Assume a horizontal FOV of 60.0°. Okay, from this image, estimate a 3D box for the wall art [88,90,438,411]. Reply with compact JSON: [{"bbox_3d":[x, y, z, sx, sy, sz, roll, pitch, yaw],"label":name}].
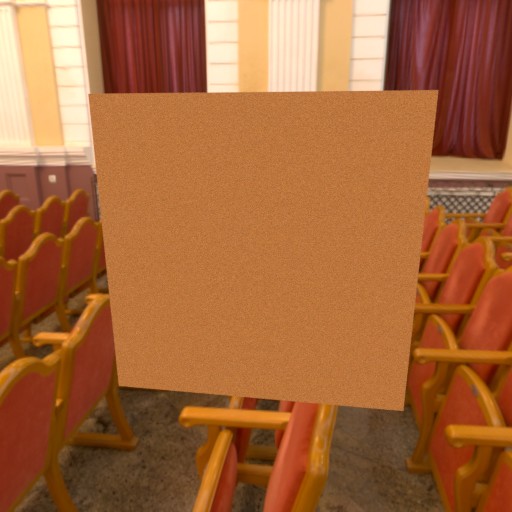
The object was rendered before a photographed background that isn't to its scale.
[{"bbox_3d":[0.000,0.000,0.558,0.386,0.385,0.038,2,17,8],"label":"wall art"}]
